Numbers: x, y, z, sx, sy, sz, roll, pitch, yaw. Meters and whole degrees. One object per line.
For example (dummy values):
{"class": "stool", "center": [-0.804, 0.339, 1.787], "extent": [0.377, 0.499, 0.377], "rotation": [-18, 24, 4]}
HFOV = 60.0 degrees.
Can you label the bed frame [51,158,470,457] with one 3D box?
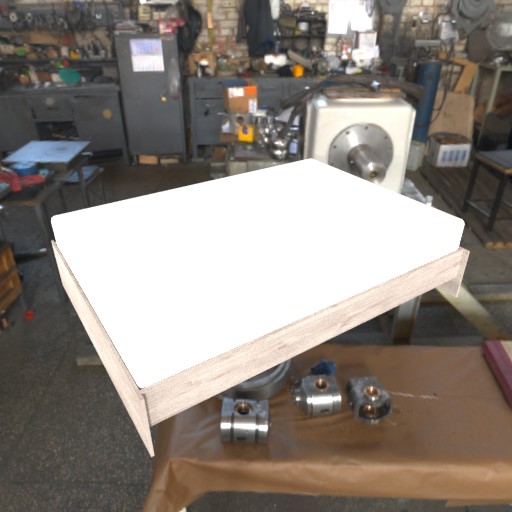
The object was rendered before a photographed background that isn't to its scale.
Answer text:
{"class": "bed frame", "center": [0.000, 0.000, 2.597], "extent": [1.945, 0.497, 1.445], "rotation": [-18, 35, -29]}
